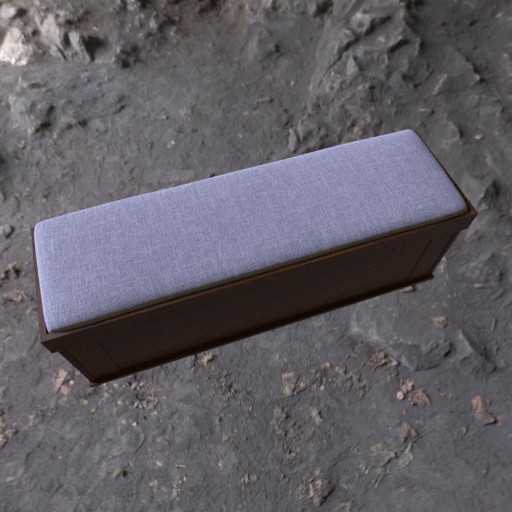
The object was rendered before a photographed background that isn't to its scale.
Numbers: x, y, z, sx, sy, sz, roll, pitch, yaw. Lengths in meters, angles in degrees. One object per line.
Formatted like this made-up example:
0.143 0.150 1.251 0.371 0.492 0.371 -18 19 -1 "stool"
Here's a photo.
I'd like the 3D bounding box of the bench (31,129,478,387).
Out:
0.000 0.000 1.404 1.196 0.468 0.367 -16 59 -10 "bench"
